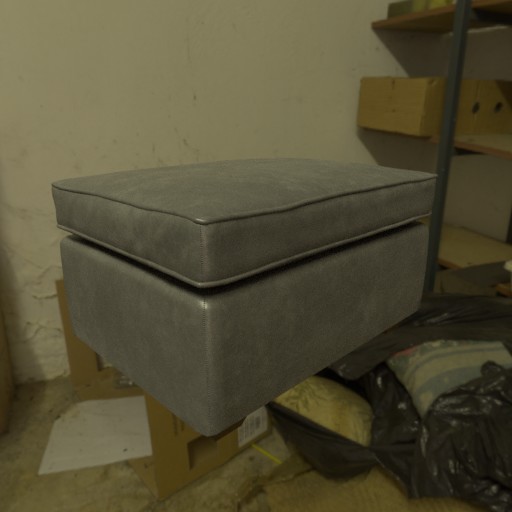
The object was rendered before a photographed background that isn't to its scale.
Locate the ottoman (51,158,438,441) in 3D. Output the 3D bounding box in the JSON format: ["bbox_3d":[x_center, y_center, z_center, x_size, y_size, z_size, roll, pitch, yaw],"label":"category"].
[{"bbox_3d":[0.000,0.000,1.083,0.756,0.445,0.554,-16,24,-42],"label":"ottoman"}]
